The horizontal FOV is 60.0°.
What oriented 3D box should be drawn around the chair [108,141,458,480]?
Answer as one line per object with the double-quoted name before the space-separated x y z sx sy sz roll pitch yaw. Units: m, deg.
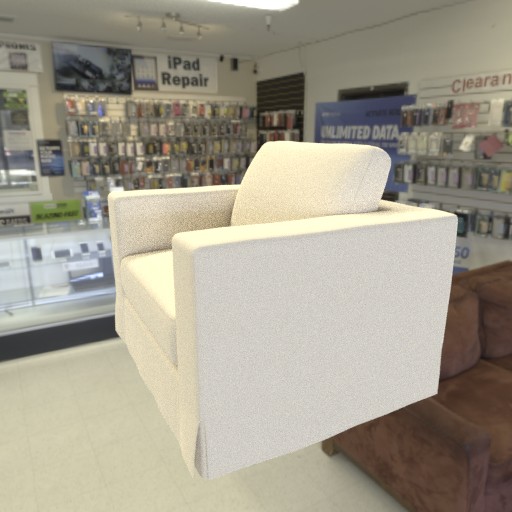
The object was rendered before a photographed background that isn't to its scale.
"chair" 0.000 0.000 1.768 0.957 0.878 1.150 -8 18 -27
